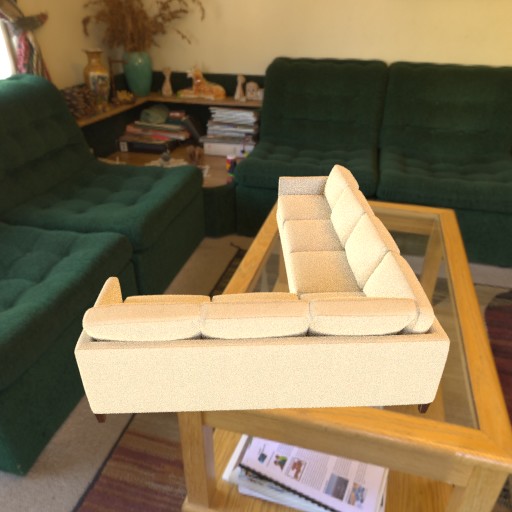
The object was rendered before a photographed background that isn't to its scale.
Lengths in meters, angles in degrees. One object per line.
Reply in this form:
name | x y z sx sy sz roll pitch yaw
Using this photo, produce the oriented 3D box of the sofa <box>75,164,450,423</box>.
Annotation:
sofa | 0.000 0.000 4.501 2.593 0.947 3.302 -1 30 -2
